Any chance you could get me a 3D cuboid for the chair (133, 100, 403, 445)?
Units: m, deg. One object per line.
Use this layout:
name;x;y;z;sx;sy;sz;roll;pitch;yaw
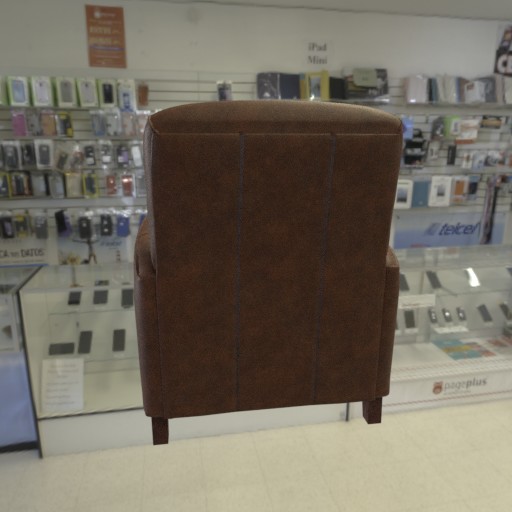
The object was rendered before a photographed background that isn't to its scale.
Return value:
chair;0.000;0.000;1.610;0.839;1.010;0.850;-2;15;-8
